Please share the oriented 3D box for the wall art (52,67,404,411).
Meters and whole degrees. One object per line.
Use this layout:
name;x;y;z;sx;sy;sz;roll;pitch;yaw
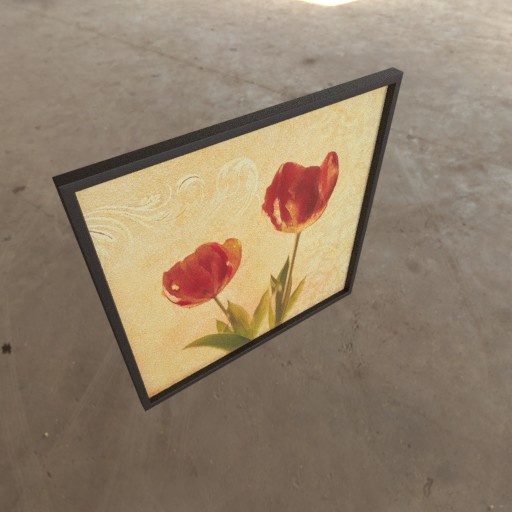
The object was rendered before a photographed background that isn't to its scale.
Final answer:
wall art;0.000;0.000;1.178;0.805;0.807;0.043;-25;51;-23
